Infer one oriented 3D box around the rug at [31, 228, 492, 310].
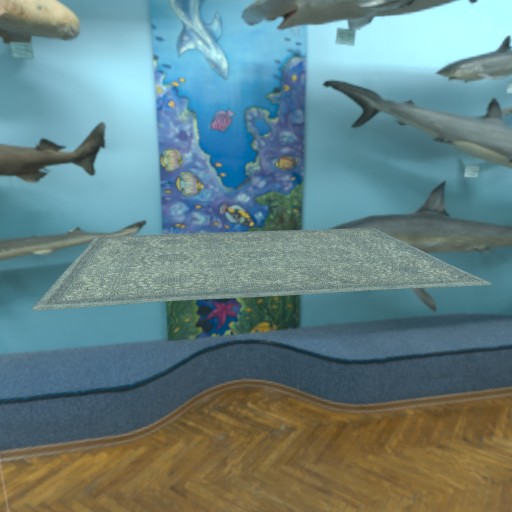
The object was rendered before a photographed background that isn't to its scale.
[{"bbox_3d":[0.000,0.000,2.308,1.830,0.016,1.224,-2,15,-9],"label":"rug"}]
